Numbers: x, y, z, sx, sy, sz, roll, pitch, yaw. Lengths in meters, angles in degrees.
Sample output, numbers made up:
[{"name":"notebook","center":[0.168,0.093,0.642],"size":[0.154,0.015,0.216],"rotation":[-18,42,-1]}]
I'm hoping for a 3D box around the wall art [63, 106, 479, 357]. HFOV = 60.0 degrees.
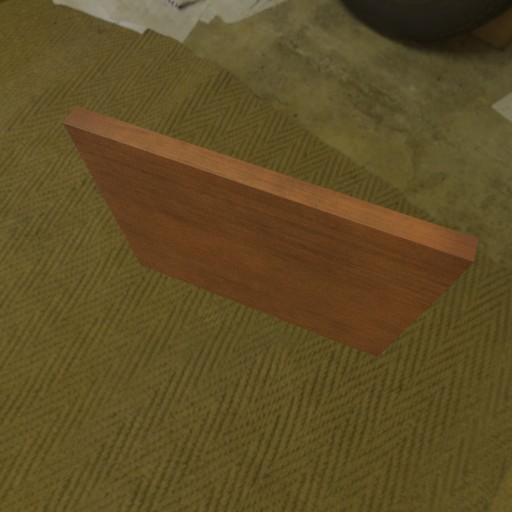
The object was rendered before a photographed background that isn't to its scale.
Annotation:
[{"name":"wall art","center":[0.000,0.000,0.770],"size":[0.558,0.457,0.033],"rotation":[20,65,10]}]
